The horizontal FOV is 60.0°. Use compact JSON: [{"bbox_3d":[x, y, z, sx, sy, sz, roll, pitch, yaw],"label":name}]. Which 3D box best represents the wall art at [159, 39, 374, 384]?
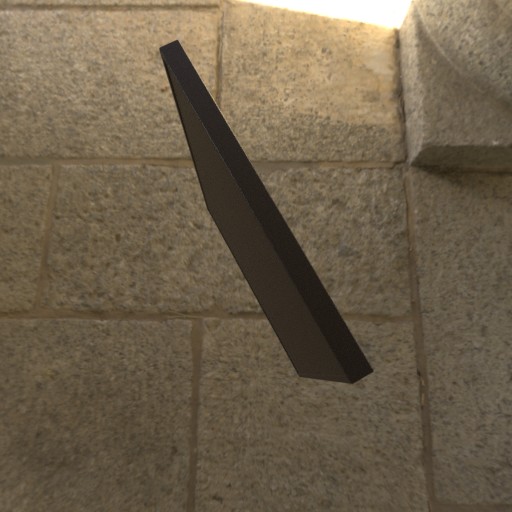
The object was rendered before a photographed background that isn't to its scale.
[{"bbox_3d":[0.000,0.000,0.761,0.028,0.551,0.451,-28,77,-7],"label":"wall art"}]
